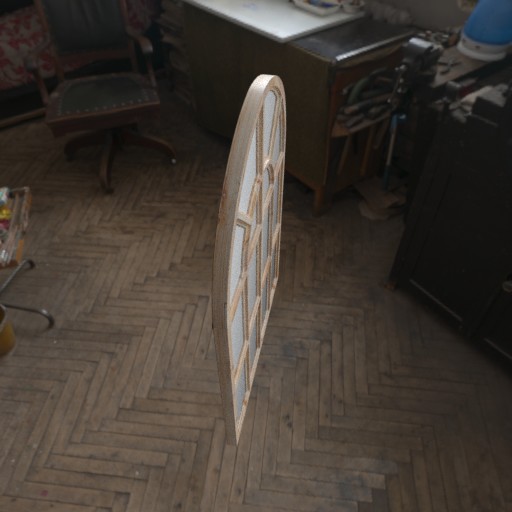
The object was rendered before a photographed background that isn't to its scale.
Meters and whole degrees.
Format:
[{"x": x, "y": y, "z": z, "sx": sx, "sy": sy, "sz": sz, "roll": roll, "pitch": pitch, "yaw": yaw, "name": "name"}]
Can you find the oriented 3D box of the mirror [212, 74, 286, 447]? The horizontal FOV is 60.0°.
[{"x": 0.000, "y": 0.000, "z": 1.173, "sx": 0.032, "sy": 0.920, "sz": 0.660, "roll": 9, "pitch": 47, "yaw": 8, "name": "mirror"}]
